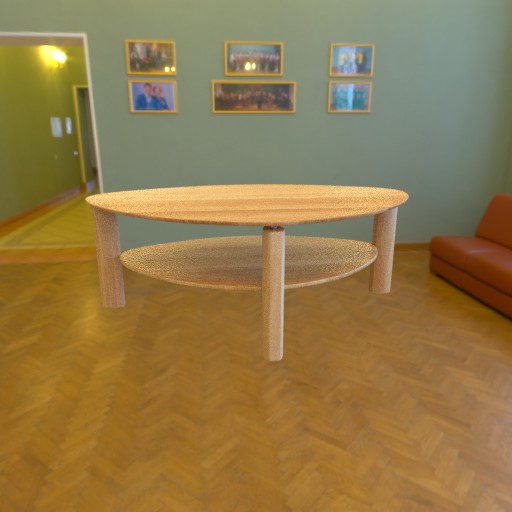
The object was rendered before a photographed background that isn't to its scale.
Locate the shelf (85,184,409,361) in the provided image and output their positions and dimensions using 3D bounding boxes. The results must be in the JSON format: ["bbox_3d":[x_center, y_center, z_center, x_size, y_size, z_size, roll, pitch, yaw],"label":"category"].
[{"bbox_3d":[0.000,0.000,1.689,1.246,0.440,0.845,-2,16,-8],"label":"shelf"}]
